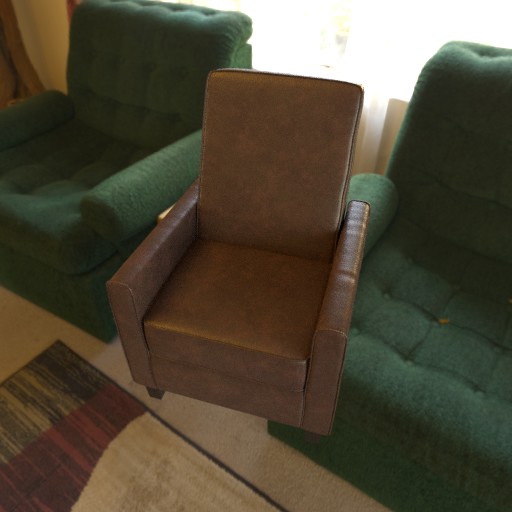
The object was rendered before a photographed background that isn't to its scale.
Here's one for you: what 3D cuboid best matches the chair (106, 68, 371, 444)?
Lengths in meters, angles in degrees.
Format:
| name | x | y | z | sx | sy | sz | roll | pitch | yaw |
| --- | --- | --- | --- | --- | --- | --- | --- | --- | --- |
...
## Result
| name | x | y | z | sx | sy | sz | roll | pitch | yaw |
| --- | --- | --- | --- | --- | --- | --- | --- | --- | --- |
| chair | 0.000 | 0.000 | 1.506 | 0.705 | 1.013 | 0.746 | 11 | 41 | 13 |
